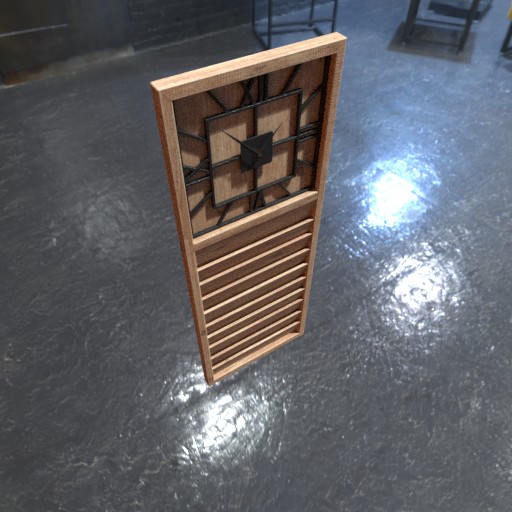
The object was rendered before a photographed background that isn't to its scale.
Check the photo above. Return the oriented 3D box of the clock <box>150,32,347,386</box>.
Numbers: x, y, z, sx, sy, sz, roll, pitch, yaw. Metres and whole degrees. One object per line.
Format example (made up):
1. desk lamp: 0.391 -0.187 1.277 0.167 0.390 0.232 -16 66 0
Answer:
1. clock: 0.000 0.000 1.083 0.361 0.965 0.030 -25 52 -21
